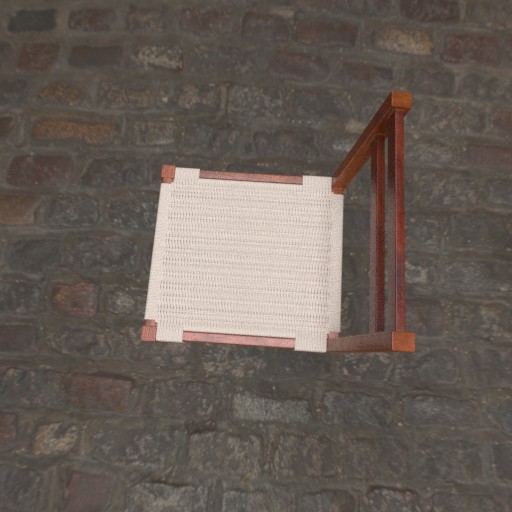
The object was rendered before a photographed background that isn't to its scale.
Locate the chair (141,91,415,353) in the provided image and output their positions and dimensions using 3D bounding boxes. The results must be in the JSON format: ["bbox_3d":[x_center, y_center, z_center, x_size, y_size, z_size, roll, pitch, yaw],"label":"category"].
[{"bbox_3d":[0.000,0.000,1.214,0.569,0.851,0.495,4,77,1],"label":"chair"}]
